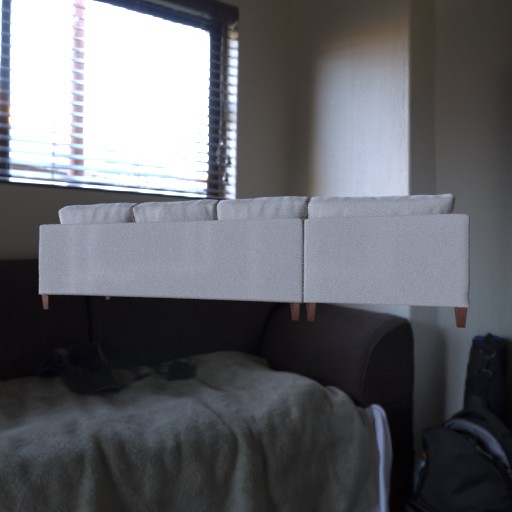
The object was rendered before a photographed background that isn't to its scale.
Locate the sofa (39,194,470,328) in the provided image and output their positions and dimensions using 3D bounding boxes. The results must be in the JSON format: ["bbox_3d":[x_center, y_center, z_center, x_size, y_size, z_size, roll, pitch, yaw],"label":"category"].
[{"bbox_3d":[0.000,0.000,3.881,3.186,0.861,1.625,0,0,17],"label":"sofa"}]
